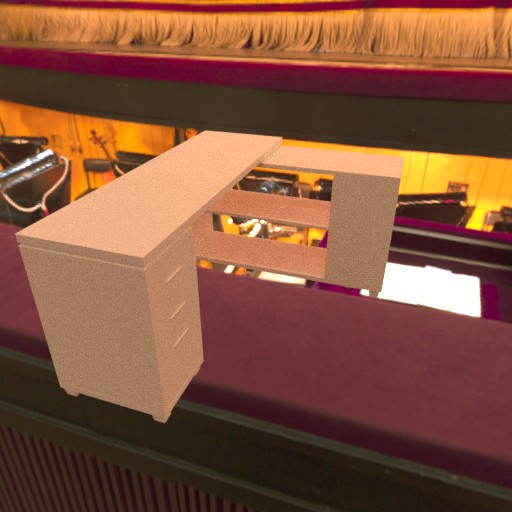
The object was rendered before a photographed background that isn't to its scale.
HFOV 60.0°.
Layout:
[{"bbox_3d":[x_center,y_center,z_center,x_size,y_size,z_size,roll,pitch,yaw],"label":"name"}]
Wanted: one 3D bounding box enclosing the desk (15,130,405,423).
[{"bbox_3d":[0.000,0.000,2.143,1.199,0.759,1.524,10,31,17],"label":"desk"}]
